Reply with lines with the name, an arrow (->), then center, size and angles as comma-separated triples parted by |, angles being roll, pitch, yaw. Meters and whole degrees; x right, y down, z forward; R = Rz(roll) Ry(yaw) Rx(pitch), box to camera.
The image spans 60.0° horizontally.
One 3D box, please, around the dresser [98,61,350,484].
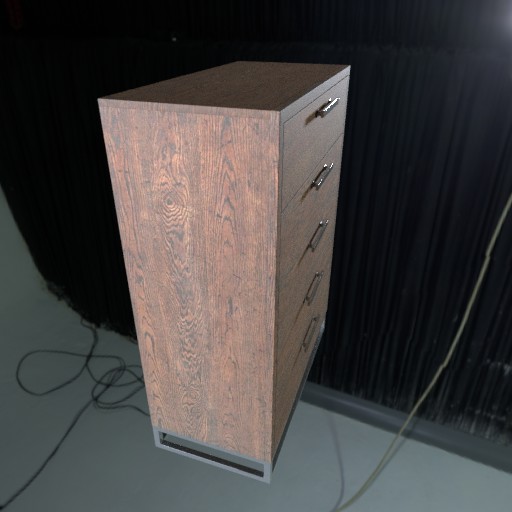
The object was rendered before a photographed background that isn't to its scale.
dresser -> 0.000, 0.000, 1.760 | 0.508, 1.321, 0.965 | 10, 31, 17
